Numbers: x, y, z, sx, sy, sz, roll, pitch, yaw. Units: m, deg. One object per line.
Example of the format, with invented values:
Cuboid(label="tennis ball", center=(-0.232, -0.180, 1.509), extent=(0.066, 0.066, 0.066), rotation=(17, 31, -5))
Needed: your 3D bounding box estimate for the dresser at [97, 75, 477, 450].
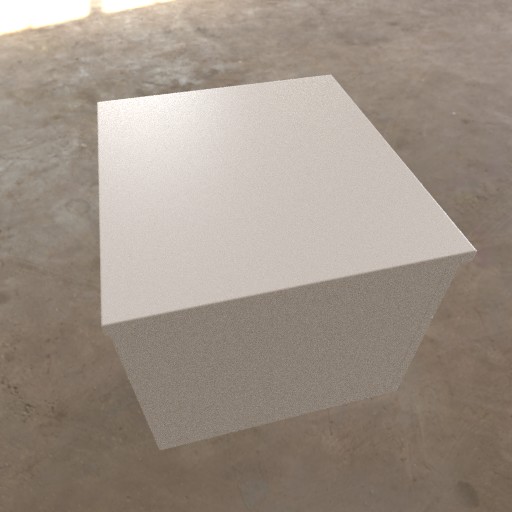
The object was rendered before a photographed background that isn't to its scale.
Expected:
Cuboid(label="dresser", center=(0.000, 0.000, 0.710), extent=(0.400, 0.360, 0.430), rotation=(-11, 48, -10))
